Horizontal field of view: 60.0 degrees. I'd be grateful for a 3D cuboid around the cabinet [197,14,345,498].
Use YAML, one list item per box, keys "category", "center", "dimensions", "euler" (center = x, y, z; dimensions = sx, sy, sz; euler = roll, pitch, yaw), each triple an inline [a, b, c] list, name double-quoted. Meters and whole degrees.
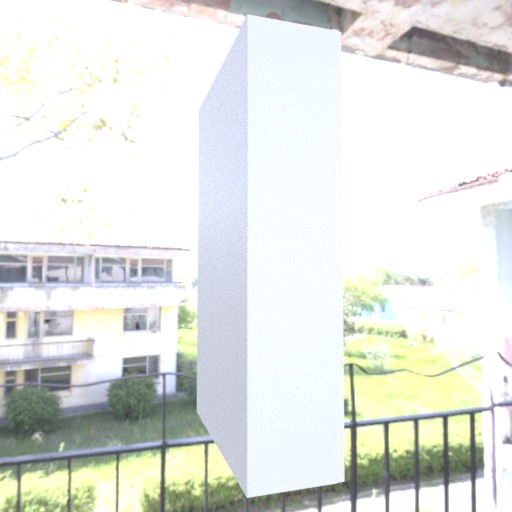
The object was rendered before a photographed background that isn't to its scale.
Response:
- category: "cabinet"
  center: [0.000, 0.000, 2.639]
  dimensions: [0.480, 2.160, 1.250]
  euler: [1, -2, -18]
